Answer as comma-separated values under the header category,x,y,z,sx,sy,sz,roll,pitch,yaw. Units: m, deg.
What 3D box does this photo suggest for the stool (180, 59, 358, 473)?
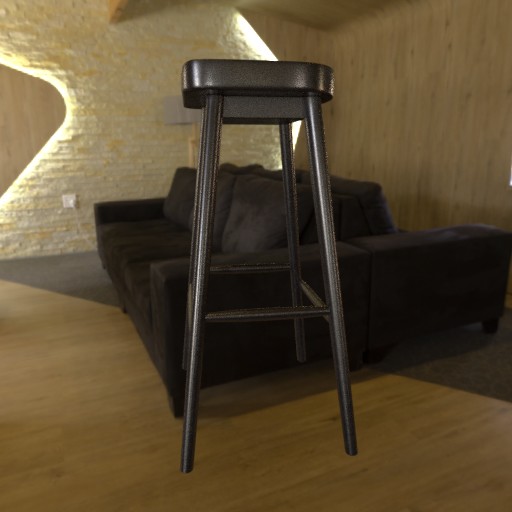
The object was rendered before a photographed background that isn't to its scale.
category,x,y,z,sx,sy,sz,roll,pitch,yaw
stool,0.000,0.000,0.998,0.361,0.749,0.440,-2,14,-8
